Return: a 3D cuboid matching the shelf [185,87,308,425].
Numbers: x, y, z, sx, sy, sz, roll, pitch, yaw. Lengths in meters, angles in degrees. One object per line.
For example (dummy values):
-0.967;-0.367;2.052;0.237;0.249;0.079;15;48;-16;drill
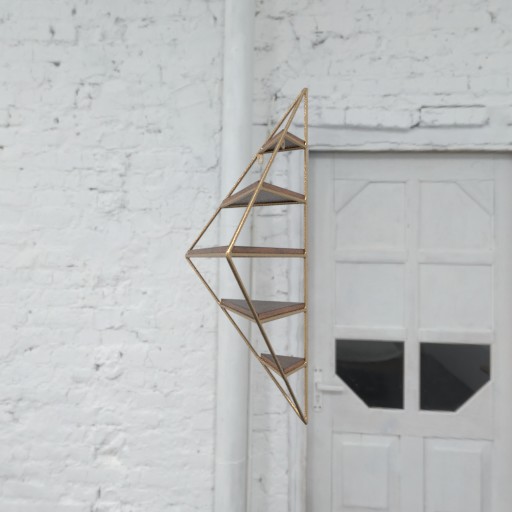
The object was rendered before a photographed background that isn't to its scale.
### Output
0.000;0.000;1.161;0.294;0.913;0.564;0;0;-17;shelf
